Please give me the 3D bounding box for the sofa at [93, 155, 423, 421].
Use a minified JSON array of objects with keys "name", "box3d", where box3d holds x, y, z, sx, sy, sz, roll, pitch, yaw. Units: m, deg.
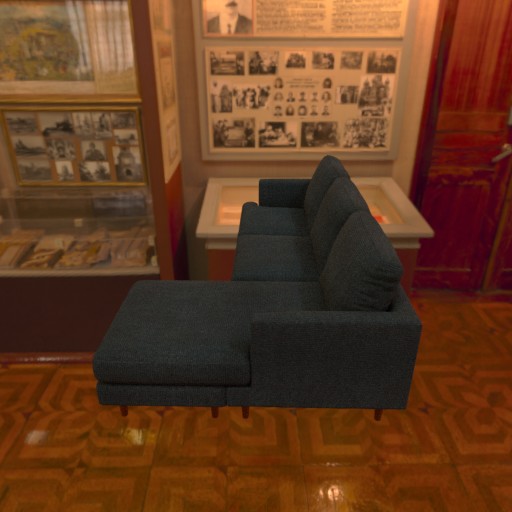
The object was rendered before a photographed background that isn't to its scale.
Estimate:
[{"name":"sofa","box3d":[0.000,0.000,3.024,1.504,0.956,2.233,1,26,1]}]
